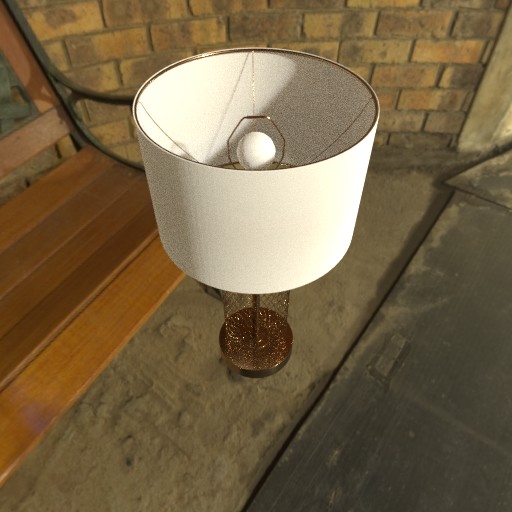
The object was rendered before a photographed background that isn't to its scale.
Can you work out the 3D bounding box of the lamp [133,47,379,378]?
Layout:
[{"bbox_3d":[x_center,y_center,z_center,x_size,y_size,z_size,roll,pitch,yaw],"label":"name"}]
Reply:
[{"bbox_3d":[0.000,0.000,0.637,0.252,0.483,0.252,-1,47,-1],"label":"lamp"}]
